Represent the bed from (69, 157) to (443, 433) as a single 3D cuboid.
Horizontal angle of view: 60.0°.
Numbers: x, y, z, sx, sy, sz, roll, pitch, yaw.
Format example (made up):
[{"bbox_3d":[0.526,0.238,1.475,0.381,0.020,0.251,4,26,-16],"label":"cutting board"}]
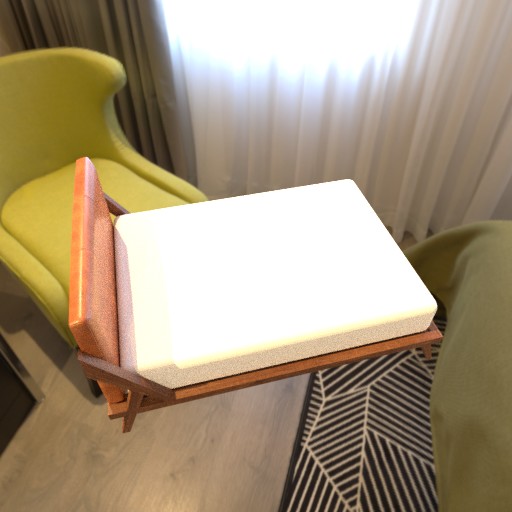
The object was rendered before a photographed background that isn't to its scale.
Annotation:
[{"bbox_3d":[0.000,0.000,3.283,2.311,1.168,1.651,-10,47,-10],"label":"bed"}]
